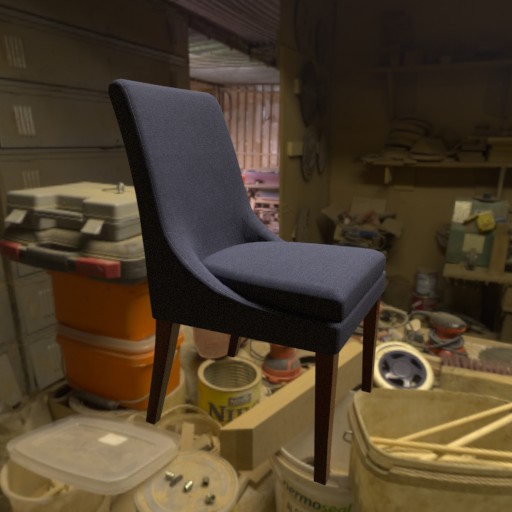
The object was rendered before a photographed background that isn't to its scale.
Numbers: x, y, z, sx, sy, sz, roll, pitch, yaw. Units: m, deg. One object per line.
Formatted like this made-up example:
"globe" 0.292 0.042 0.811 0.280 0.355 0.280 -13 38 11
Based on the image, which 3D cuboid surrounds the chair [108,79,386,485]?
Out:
"chair" 0.000 0.000 1.287 0.655 0.952 0.508 8 17 26
